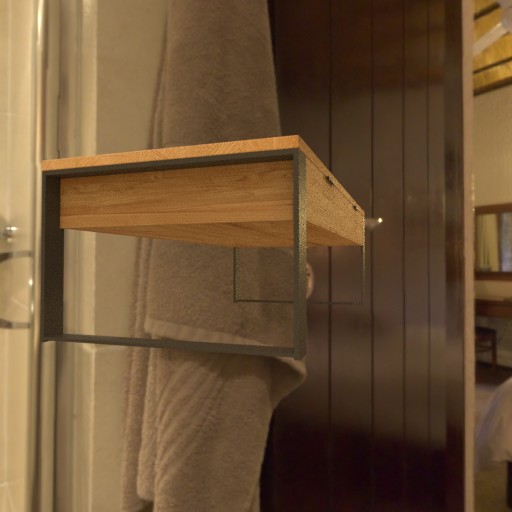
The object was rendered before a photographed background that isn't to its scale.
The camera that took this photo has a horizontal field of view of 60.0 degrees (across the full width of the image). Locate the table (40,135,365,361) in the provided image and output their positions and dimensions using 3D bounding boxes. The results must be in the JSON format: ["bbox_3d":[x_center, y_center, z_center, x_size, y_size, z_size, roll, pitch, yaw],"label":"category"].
[{"bbox_3d":[0.000,0.000,1.434,0.590,0.400,1.180,0,-1,19],"label":"table"}]
